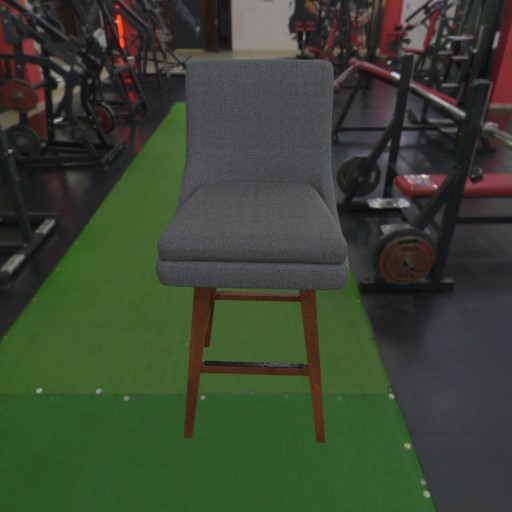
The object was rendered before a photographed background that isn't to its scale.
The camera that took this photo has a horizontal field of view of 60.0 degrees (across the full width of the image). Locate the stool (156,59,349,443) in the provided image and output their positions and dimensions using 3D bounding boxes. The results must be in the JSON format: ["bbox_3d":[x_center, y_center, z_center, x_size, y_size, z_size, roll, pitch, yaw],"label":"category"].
[{"bbox_3d":[0.000,0.000,1.263,0.447,0.977,0.524,1,31,2],"label":"stool"}]
